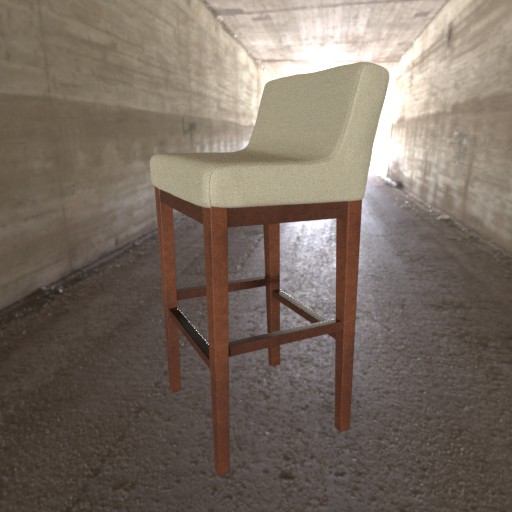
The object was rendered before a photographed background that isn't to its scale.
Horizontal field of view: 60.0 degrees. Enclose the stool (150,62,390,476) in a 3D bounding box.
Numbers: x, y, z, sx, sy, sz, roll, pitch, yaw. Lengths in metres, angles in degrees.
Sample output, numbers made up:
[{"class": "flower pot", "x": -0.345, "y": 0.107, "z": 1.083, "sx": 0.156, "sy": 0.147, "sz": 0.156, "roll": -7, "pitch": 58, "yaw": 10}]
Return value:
[{"class": "stool", "x": 0.000, "y": 0.000, "z": 1.317, "sx": 0.500, "sy": 1.037, "sz": 0.511, "roll": -8, "pitch": 18, "yaw": -25}]
